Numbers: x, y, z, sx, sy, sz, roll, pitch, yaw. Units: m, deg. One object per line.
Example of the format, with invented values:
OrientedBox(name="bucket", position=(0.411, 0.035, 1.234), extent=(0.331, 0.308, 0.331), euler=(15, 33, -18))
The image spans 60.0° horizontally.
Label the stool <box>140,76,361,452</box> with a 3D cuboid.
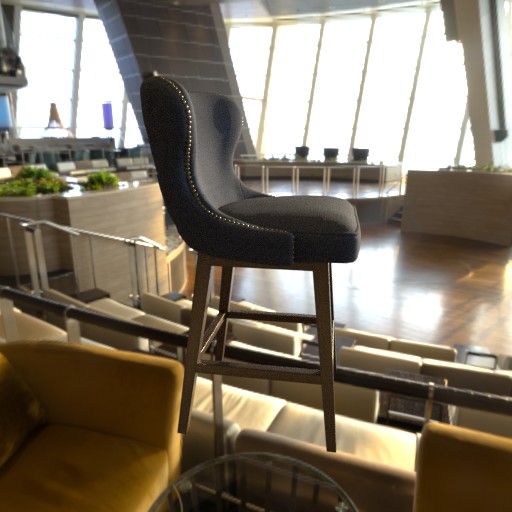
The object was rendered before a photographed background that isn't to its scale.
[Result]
OrientedBox(name="stool", position=(0.000, 0.000, 1.343), extent=(0.597, 0.972, 0.615), euler=(3, 16, 10))
